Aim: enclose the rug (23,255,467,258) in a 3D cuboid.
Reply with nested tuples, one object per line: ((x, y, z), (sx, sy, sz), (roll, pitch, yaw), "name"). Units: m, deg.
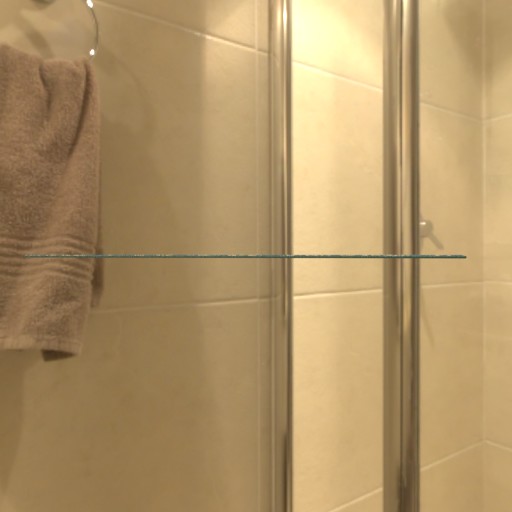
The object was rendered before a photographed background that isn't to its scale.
((0.000, 0.000, 2.304), (1.833, 0.012, 1.211), (0, 0, 18), "rug")
